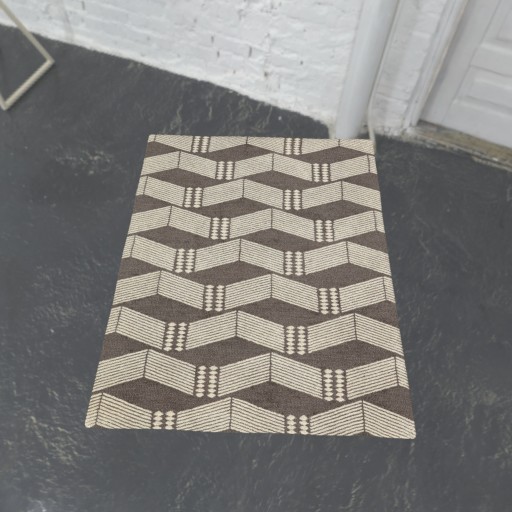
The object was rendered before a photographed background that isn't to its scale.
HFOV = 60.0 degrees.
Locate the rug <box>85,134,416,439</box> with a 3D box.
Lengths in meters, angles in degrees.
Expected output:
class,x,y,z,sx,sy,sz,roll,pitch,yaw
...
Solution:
class,x,y,z,sx,sy,sz,roll,pitch,yaw
rug,0.000,0.000,4.044,2.438,0.016,3.048,2,58,1
